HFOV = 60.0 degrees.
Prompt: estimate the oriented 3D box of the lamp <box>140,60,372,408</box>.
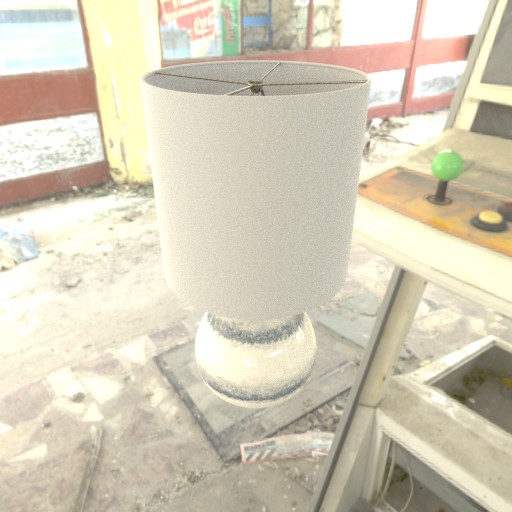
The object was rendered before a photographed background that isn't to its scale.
[{"bbox_3d":[0.000,0.000,0.527,0.216,0.404,0.216,-8,31,-13],"label":"lamp"}]
